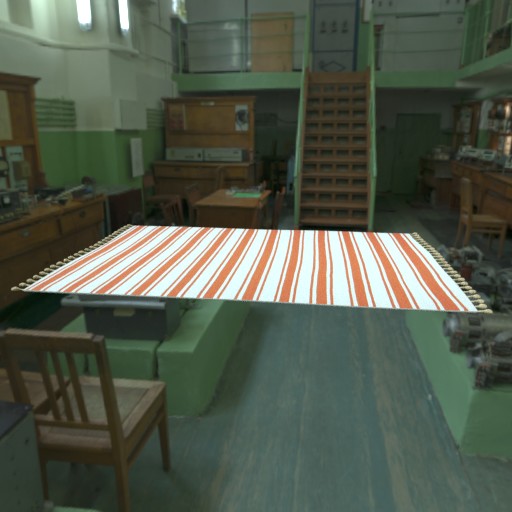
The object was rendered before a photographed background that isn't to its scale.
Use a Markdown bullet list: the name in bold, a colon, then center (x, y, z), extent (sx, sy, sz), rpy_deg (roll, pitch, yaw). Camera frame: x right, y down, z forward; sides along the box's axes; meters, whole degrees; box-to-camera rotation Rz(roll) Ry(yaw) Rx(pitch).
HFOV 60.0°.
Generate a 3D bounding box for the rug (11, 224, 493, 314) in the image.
- **rug**: center (0.000, 0.000, 2.926), extent (2.433, 0.022, 1.556), rpy_deg (2, 17, 7)
